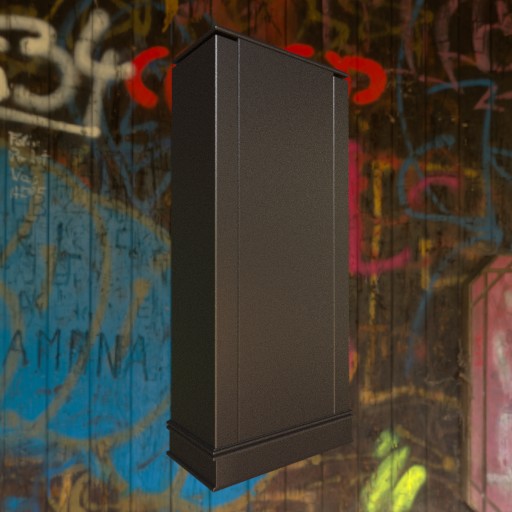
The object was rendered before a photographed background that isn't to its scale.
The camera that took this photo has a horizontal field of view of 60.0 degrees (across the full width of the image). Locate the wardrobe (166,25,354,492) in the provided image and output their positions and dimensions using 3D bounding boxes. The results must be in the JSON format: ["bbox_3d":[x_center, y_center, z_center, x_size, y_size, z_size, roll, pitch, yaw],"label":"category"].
[{"bbox_3d":[0.000,0.000,1.197,0.444,1.011,0.295,0,-1,-37],"label":"wardrobe"}]
